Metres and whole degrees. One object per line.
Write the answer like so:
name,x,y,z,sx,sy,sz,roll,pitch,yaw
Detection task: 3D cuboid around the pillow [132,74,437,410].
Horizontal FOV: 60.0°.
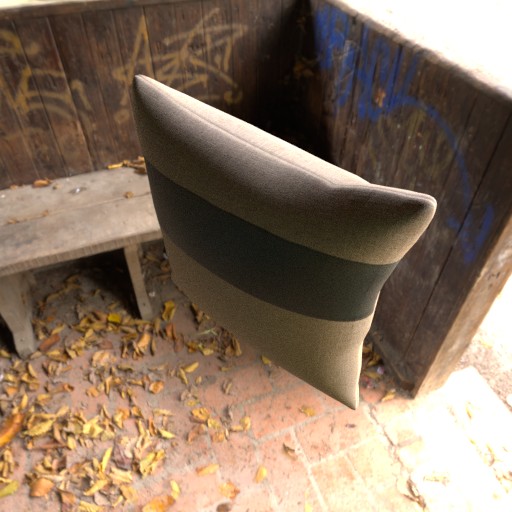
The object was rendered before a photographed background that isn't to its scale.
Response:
pillow,0.000,0.000,0.620,0.414,0.399,0.173,31,53,27
